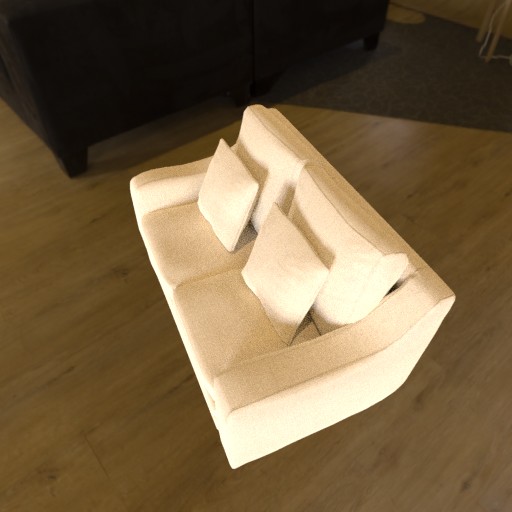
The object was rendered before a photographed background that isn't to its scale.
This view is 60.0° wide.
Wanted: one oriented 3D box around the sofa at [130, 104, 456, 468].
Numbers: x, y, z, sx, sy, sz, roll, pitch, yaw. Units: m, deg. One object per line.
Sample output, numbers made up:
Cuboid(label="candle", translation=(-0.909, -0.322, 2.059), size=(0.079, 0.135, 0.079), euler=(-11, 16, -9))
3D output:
Cuboid(label="sofa", translation=(0.000, 0.000, 2.421), size=(1.040, 1.047, 1.744), euler=(-18, 49, -16))
